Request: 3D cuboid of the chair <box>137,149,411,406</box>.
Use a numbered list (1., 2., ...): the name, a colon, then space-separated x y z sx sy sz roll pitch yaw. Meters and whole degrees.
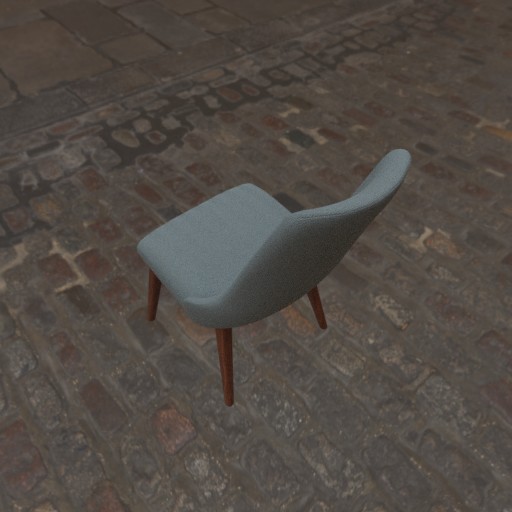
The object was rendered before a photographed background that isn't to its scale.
1. chair: 0.000 0.000 1.325 0.535 0.918 0.707 -32 55 -26
